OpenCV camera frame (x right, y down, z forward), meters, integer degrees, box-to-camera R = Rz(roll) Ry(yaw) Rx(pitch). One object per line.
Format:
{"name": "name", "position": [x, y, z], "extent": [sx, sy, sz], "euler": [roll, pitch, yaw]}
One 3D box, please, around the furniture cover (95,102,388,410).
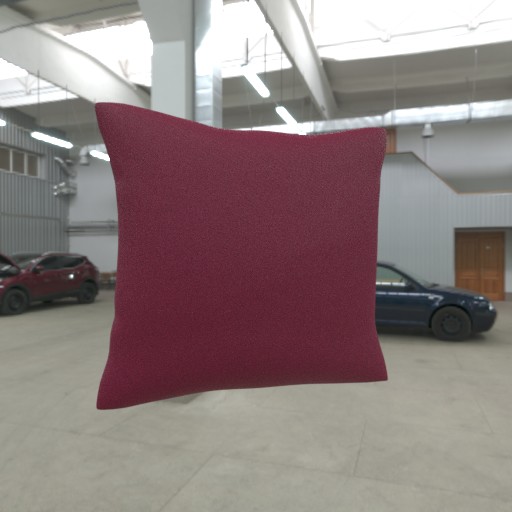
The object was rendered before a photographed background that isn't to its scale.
{"name": "furniture cover", "position": [0.000, 0.000, 0.807], "extent": [0.552, 0.509, 0.193], "euler": [0, 0, -17]}
